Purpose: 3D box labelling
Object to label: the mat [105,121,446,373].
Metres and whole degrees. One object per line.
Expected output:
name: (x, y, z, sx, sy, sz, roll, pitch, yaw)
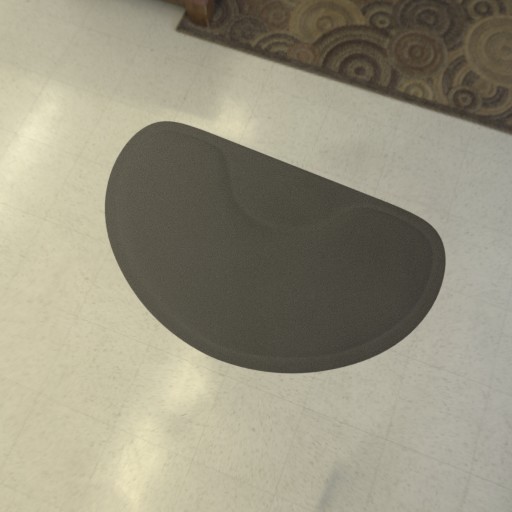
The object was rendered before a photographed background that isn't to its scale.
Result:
mat: (0.000, 0.000, 1.887, 1.524, 0.013, 0.913, 23, 76, 6)
